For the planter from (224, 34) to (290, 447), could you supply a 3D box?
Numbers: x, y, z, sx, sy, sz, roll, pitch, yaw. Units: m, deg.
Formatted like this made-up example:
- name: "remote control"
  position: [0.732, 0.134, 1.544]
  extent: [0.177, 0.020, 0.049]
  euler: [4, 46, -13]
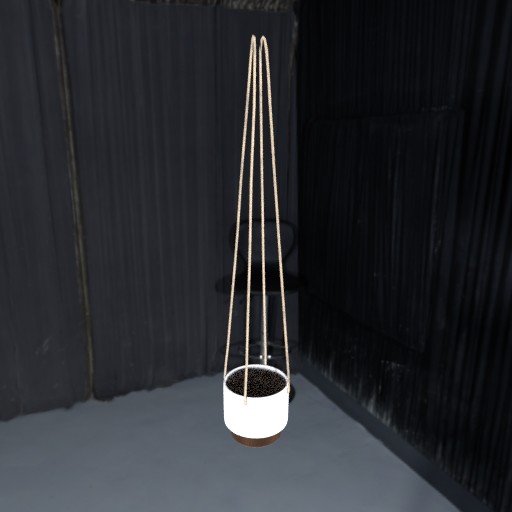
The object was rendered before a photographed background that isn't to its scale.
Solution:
- name: "planter"
  position: [0.000, 0.000, 0.922]
  extent: [0.146, 0.841, 0.146]
  euler: [-7, 16, -26]
